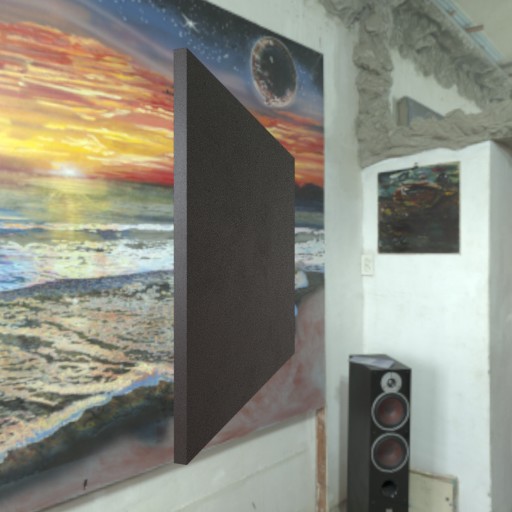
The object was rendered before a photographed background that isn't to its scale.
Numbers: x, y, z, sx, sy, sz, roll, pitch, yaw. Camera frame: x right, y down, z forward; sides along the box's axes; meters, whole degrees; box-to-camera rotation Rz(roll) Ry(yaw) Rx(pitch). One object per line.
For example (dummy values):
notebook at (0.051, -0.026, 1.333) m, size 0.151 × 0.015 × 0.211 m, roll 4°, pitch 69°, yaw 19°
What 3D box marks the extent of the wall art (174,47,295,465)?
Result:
wall art at (0.000, 0.000, 1.593) m, size 0.034 × 0.952 × 1.207 m, roll 0°, pitch 0°, yaw 17°
